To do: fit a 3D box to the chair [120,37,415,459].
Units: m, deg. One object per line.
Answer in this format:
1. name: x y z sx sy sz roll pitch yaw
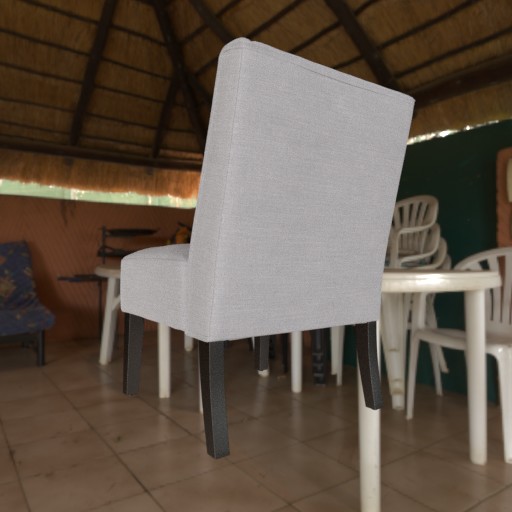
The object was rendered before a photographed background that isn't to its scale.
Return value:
1. chair: 0.000 0.000 1.261 0.569 0.853 0.676 0 0 -36
